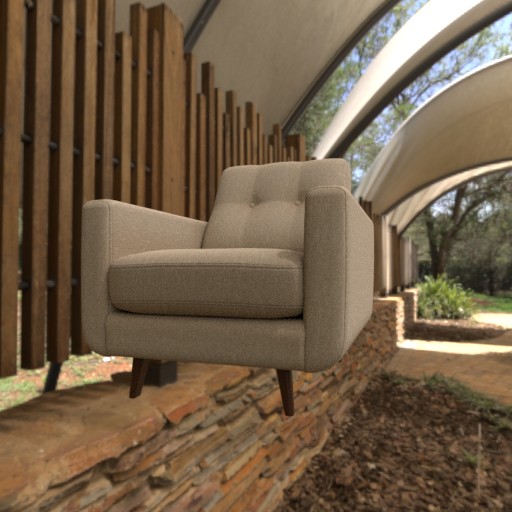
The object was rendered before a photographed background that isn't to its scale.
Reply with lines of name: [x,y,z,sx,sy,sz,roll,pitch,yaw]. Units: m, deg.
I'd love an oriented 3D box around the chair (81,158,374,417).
chair: [0.000,0.000,1.842,0.897,0.965,1.128,-1,-2,19]
